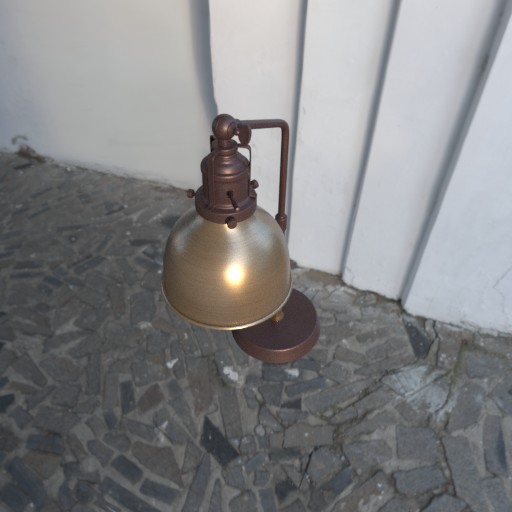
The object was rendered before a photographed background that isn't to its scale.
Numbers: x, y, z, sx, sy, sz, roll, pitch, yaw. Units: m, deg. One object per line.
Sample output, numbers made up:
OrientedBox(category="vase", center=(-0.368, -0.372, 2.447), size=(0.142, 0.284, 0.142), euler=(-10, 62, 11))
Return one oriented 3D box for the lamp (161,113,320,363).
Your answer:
OrientedBox(category="lamp", center=(0.000, 0.000, 0.619), size=(0.175, 0.469, 0.298), euler=(28, 51, 25))
